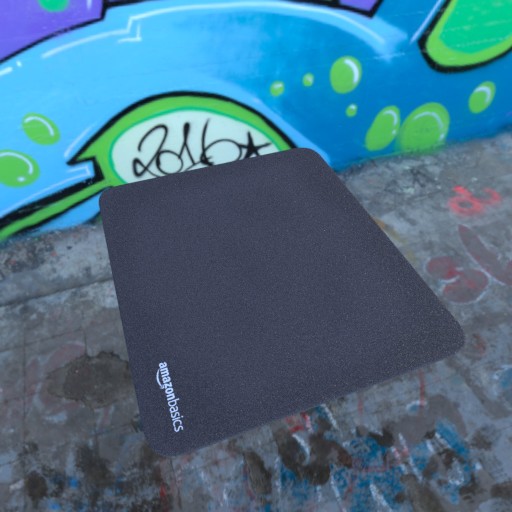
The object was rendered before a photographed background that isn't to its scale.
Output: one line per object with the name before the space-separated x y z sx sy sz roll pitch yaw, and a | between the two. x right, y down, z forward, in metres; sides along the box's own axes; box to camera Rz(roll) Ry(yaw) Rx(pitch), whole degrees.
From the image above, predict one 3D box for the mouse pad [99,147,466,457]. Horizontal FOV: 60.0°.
mouse pad | 0.000 0.000 0.339 0.211 0.002 0.249 -15 48 -14
